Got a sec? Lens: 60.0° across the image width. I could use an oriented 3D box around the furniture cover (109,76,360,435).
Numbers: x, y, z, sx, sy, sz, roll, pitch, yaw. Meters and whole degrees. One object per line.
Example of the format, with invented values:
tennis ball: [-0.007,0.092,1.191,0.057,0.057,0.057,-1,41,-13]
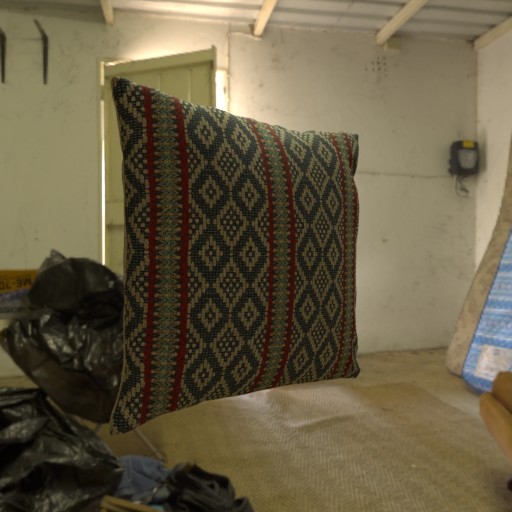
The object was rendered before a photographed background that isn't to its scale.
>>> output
furniture cover: [0.000,0.000,0.654,0.431,0.431,0.139,0,1,-36]
